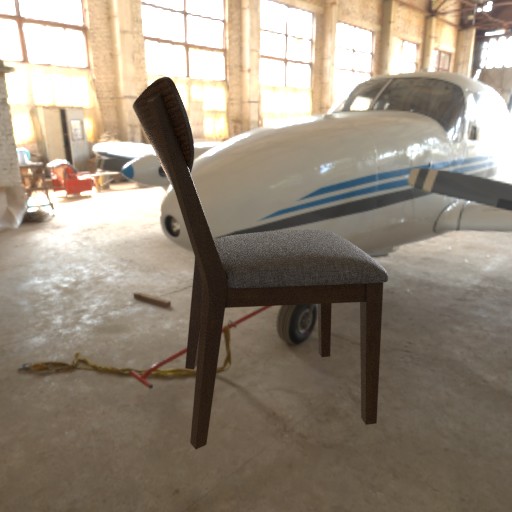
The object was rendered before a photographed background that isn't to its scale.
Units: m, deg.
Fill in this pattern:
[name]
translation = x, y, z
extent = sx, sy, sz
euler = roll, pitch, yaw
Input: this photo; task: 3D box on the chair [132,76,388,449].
[chair]
translation = 0.000, 0.000, 1.192
extent = 0.583, 0.849, 0.491
euler = -3, 17, -10
